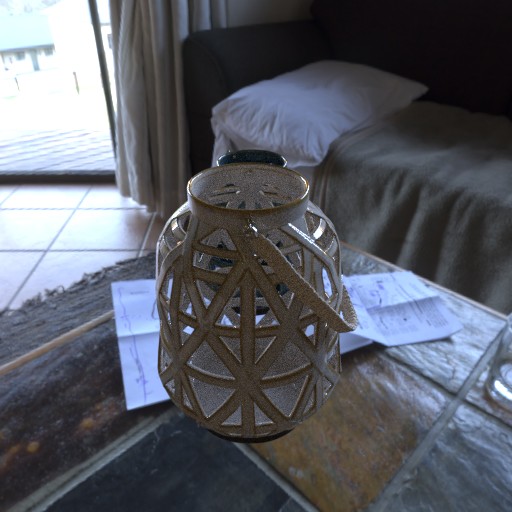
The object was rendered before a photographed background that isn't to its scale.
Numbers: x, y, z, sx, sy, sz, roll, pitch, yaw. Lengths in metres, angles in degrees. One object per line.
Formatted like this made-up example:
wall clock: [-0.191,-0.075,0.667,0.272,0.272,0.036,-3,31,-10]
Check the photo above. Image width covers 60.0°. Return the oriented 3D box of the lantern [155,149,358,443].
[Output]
lantern: [0.000,0.000,0.624,0.245,0.307,0.439,0,32,0]
